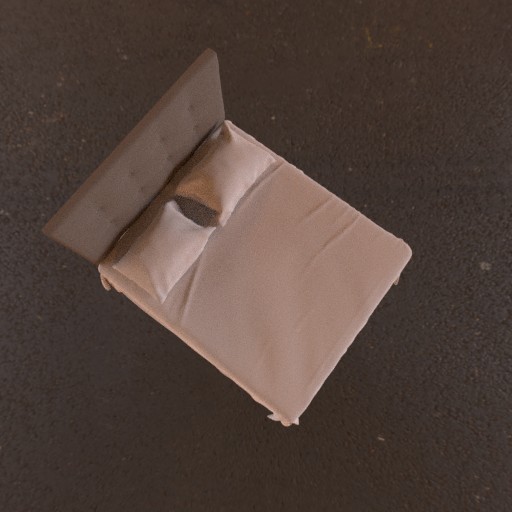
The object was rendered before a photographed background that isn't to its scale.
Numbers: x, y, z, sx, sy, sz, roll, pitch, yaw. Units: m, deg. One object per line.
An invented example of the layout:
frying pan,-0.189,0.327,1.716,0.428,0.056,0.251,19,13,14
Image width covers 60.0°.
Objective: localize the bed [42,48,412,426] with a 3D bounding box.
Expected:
bed,0.000,0.000,3.449,2.222,1.577,1.936,37,79,8
